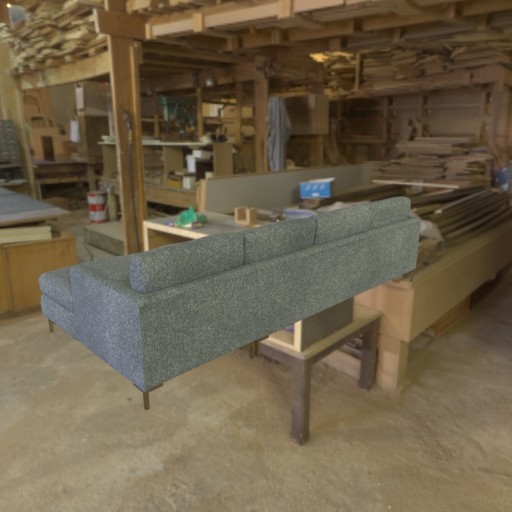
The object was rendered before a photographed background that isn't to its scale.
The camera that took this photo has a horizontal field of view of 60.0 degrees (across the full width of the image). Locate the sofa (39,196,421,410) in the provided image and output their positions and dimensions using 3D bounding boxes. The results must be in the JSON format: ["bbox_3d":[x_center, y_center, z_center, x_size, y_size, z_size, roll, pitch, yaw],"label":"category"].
[{"bbox_3d":[0.000,0.000,3.563,2.932,0.810,1.350,-15,22,-42],"label":"sofa"}]
